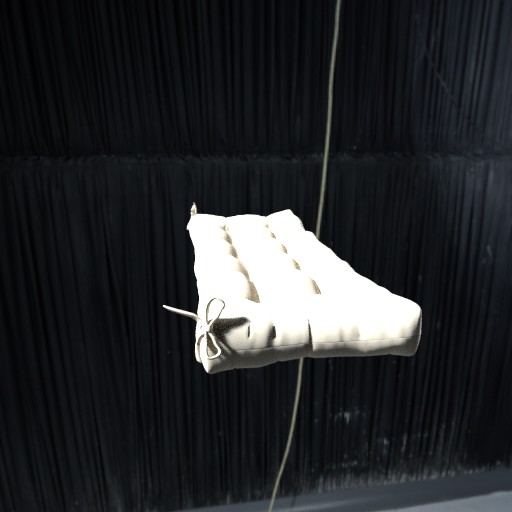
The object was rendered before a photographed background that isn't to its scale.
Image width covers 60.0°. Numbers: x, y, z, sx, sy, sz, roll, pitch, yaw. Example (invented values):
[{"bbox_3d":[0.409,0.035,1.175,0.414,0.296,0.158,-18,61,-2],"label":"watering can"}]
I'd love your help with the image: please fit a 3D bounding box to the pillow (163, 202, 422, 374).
[{"bbox_3d":[0.000,0.000,1.374,0.511,0.174,1.194,-2,16,-9],"label":"pillow"}]
